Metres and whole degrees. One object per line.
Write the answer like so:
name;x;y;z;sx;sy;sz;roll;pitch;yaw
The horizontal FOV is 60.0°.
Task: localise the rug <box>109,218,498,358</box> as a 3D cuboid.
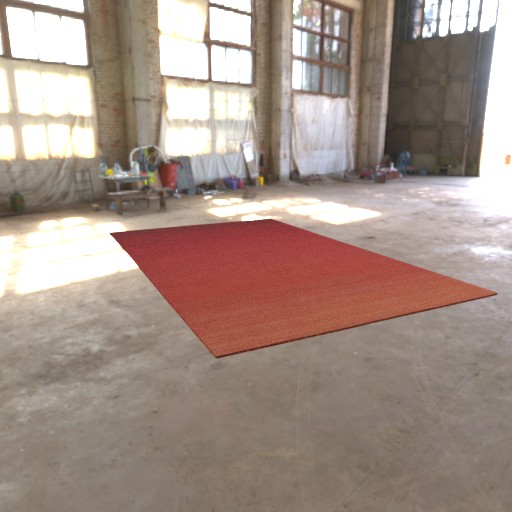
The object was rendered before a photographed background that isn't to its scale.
rug;0.000;0.000;2.969;1.531;0.010;2.442;-7;16;-25
